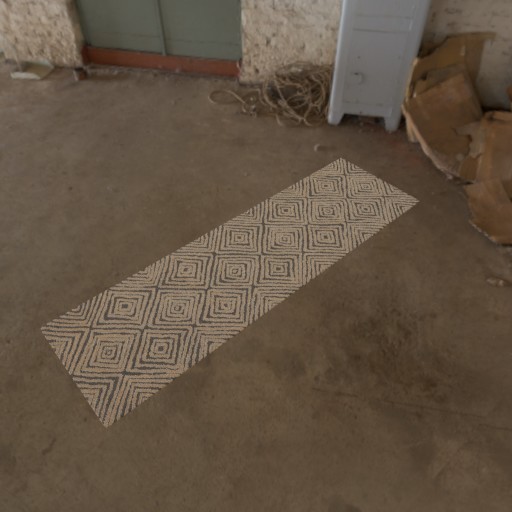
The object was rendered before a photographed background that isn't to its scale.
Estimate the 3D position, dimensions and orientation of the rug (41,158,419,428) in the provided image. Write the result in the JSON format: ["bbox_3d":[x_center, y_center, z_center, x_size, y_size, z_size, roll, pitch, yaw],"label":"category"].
[{"bbox_3d":[0.000,0.000,2.557,2.277,0.008,0.676,-32,54,-28],"label":"rug"}]
